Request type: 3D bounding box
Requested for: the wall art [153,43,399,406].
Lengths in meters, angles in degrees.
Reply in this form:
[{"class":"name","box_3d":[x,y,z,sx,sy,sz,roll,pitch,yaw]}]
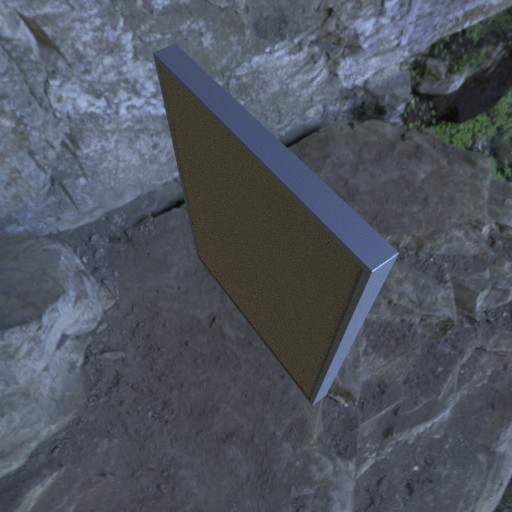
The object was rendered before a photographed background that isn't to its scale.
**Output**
[{"class":"wall art","box_3d":[0.000,0.000,0.776,0.039,0.553,0.445,-32,63,-18]}]
